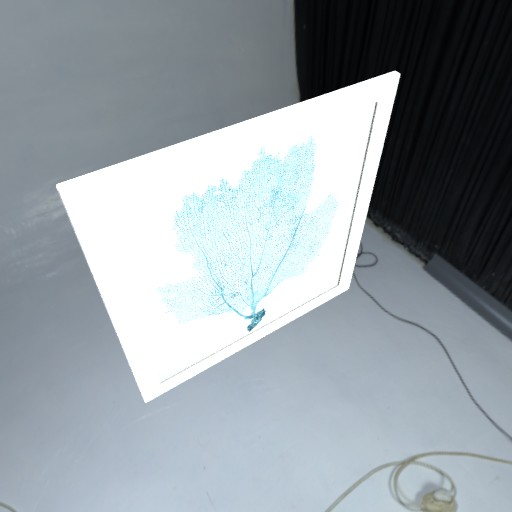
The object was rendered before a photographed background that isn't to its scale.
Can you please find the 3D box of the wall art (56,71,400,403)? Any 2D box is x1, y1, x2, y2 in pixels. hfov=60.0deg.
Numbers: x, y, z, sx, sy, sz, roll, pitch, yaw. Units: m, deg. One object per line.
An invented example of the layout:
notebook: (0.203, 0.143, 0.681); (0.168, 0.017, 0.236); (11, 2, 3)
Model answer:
wall art: (0.000, 0.000, 0.865); (0.584, 0.584, 0.013); (-25, 52, -22)
